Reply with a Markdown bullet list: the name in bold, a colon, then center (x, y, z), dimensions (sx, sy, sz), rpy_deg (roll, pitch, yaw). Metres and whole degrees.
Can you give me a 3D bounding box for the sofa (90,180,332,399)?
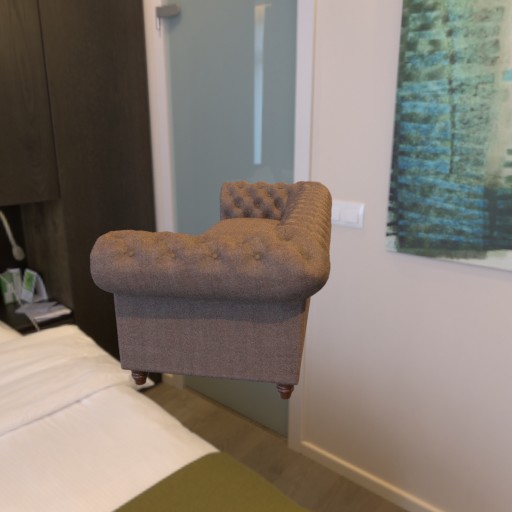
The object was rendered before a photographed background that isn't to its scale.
- **sofa**: center (0.000, 0.000, 2.856), dimensions (0.944, 0.787, 2.385), rpy_deg (3, 15, 9)
